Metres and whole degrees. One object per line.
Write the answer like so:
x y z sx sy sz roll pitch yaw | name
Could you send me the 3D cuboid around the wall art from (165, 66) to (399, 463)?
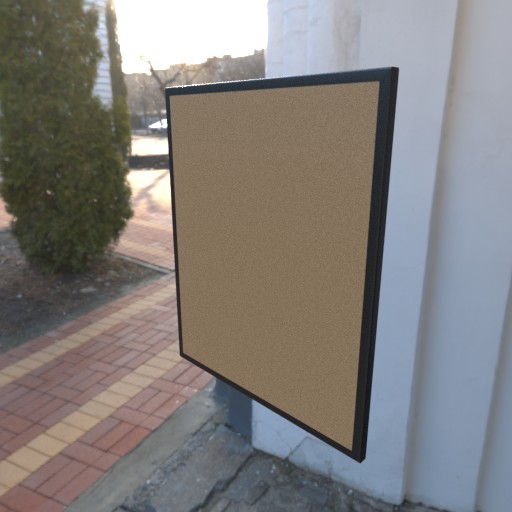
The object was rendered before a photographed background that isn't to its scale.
0.000 0.000 0.785 0.481 0.582 0.018 16 23 42 | wall art
